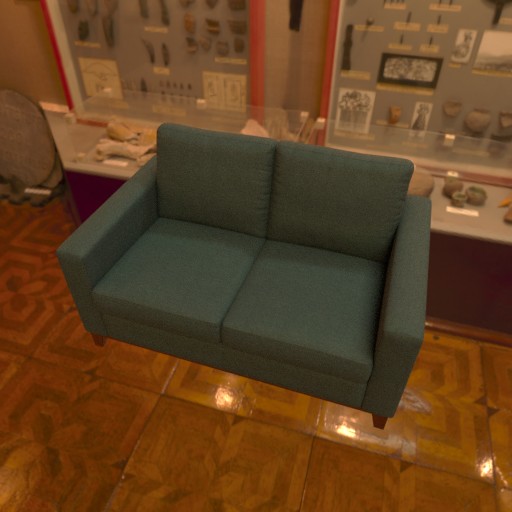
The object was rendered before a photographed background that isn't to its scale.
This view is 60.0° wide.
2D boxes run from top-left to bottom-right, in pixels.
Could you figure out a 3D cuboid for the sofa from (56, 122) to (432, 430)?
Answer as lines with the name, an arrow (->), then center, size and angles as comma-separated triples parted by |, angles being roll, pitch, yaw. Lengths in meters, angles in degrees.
sofa -> 0.000, 0.000, 2.103 | 1.489, 0.903, 0.955 | 12, 42, 14
